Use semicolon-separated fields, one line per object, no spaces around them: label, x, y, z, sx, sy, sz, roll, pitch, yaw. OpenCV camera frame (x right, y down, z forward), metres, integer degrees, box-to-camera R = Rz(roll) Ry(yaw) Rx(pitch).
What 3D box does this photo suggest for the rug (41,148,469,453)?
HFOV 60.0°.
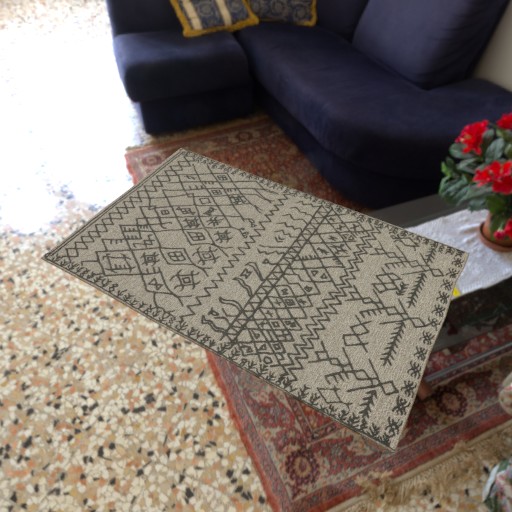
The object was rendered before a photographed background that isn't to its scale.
rug;0.000;0.000;4.653;3.824;0.019;2.393;24;51;21
